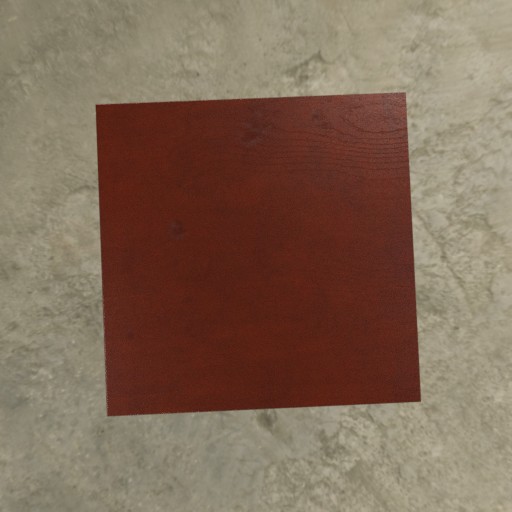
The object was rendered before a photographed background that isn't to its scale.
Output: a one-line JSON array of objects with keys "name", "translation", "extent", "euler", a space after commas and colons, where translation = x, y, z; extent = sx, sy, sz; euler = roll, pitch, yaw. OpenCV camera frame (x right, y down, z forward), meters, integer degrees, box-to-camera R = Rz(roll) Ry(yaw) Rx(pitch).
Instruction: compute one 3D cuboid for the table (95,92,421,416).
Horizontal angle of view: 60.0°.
[{"name": "table", "translation": [0.000, 0.000, 0.988], "extent": [0.523, 0.558, 0.522], "euler": [0, 89, -1]}]
